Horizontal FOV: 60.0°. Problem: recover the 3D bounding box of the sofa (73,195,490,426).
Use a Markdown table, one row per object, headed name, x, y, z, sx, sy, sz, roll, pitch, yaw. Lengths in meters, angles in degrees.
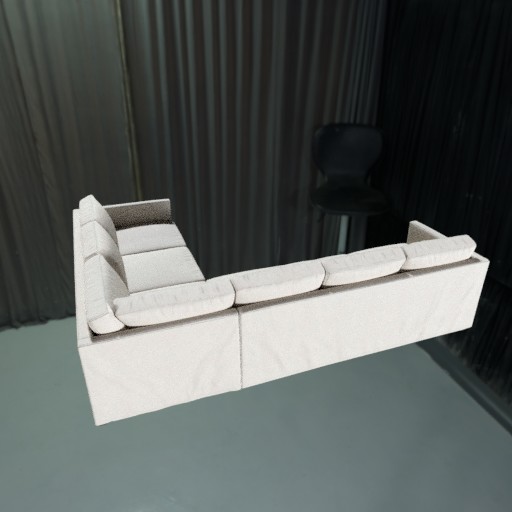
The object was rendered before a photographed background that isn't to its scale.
| name | x | y | z | sx | sy | sz | roll | pitch | yaw |
| --- | --- | --- | --- | --- | --- | --- | --- | --- | --- |
| sofa | 0.000 | 0.000 | 4.229 | 3.182 | 0.871 | 2.432 | -10 | 29 | -18 |
